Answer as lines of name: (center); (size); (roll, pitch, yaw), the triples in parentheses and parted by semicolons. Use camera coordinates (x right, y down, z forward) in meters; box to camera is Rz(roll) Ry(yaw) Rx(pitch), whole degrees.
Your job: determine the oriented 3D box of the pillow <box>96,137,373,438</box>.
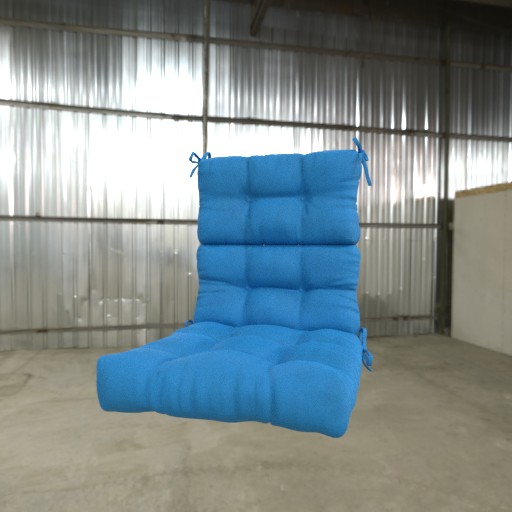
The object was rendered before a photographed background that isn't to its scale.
pillow: (0.000, 0.000, 1.023); (0.519, 0.605, 0.571); (1, 2, 17)
